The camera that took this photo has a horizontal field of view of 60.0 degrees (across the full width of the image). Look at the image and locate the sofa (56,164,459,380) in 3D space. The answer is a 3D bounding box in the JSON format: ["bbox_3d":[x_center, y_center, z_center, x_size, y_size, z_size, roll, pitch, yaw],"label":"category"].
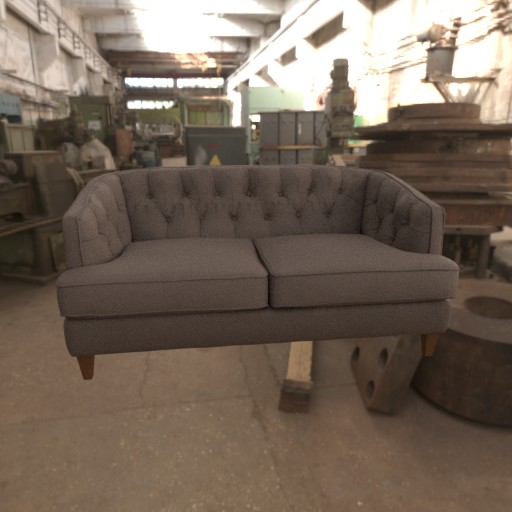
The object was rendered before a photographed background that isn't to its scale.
[{"bbox_3d":[0.000,0.000,2.271,1.733,0.855,0.941,-2,16,-7],"label":"sofa"}]
